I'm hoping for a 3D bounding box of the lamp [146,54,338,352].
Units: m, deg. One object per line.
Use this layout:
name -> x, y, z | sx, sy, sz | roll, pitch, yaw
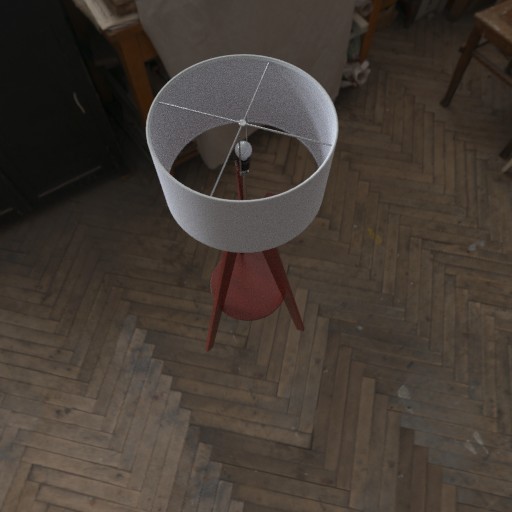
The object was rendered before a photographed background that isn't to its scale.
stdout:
lamp -> 0.000, 0.000, 1.748 | 0.542, 1.472, 0.539 | 16, 65, 8
